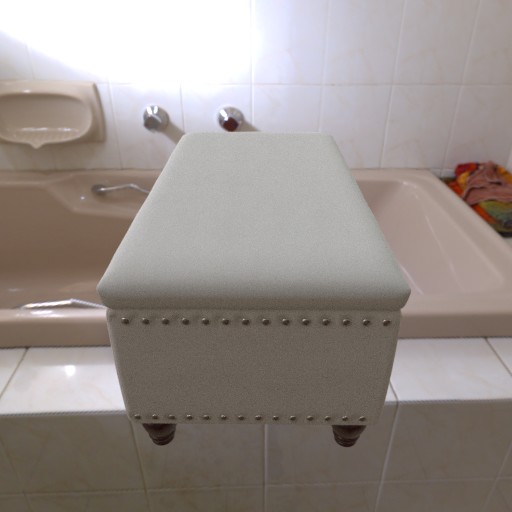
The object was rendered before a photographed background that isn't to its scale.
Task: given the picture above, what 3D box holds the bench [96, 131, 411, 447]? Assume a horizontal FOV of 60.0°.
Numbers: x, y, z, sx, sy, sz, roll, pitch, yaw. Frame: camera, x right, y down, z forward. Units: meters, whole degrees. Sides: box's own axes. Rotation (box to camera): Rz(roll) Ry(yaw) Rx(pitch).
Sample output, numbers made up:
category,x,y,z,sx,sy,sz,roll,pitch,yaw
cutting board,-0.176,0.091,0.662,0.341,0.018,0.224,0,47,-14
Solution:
category,x,y,z,sx,sy,sz,roll,pitch,yaw
bench,0.000,0.000,1.173,0.500,0.449,0.887,0,30,1
